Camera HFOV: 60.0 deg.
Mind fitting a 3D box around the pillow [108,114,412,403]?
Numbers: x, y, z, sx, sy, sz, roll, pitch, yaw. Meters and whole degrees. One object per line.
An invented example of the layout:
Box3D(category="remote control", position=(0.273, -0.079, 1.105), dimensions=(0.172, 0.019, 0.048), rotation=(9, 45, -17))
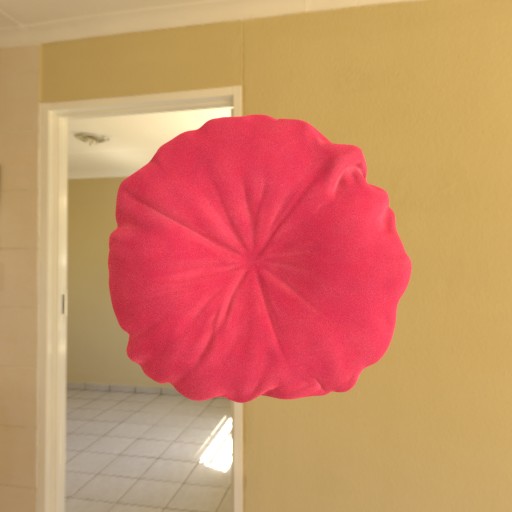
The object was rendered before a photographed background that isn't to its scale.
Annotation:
Box3D(category="pillow", position=(0.000, 0.000, 0.643), dimensions=(0.428, 0.407, 0.148), rotation=(0, -1, 1))
